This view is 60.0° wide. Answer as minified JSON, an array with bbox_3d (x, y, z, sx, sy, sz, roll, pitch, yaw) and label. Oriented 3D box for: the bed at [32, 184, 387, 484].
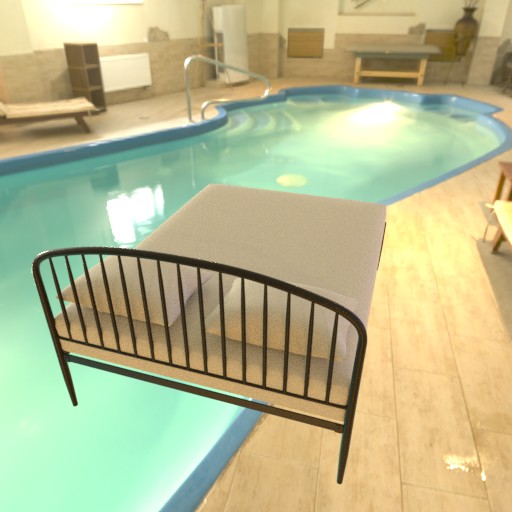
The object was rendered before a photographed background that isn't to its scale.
[{"bbox_3d":[0.000,0.000,3.009,1.618,1.166,2.159,9,31,16],"label":"bed"}]
